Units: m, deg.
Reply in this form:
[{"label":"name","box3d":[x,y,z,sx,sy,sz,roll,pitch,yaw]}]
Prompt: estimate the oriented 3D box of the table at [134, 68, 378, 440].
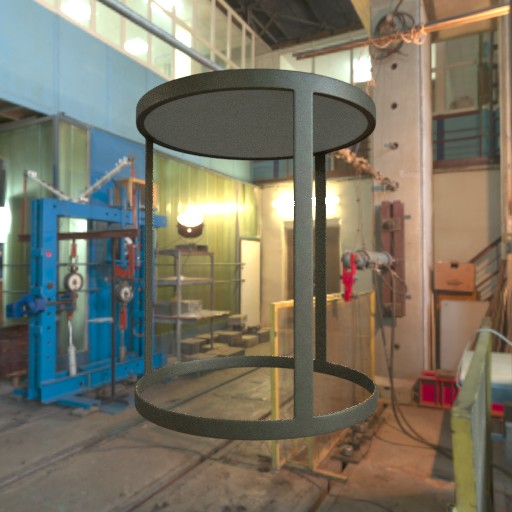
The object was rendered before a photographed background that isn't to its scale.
[{"label":"table","box3d":[0.000,0.000,0.912,0.480,0.565,0.480,0,-1,0]}]
